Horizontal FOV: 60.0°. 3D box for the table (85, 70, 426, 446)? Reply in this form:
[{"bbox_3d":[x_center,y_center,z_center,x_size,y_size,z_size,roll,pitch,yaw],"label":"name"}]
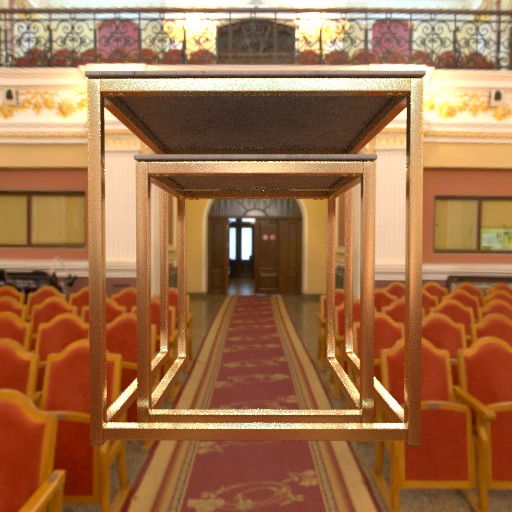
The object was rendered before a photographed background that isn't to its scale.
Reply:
[{"bbox_3d":[0.000,0.000,0.813,0.450,0.500,0.450,0,1,0],"label":"table"}]
